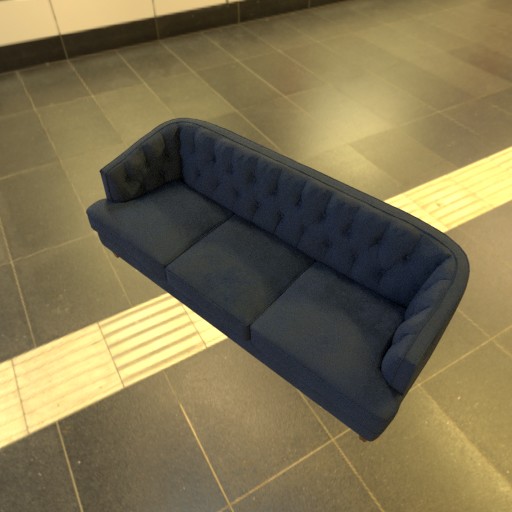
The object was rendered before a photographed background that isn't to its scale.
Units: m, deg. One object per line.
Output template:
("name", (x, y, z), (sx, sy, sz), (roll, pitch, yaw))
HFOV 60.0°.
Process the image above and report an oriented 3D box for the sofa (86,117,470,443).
("sofa", (0.000, 0.000, 2.727), (2.278, 0.855, 0.941), (31, 54, 26))
